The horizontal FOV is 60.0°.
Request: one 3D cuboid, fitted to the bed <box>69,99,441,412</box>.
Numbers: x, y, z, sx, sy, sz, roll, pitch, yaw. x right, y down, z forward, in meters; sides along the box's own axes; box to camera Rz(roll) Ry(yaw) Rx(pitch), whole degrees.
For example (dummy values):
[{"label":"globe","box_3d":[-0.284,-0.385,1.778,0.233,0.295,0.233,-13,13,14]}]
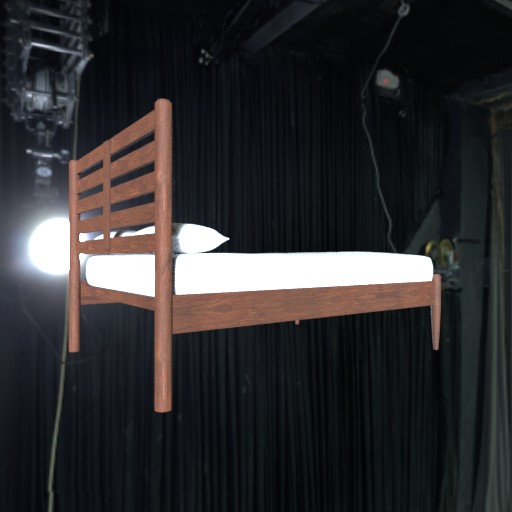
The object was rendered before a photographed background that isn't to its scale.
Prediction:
[{"label":"bed","box_3d":[0.000,0.000,3.049,2.093,1.304,1.509,0,0,-36]}]
